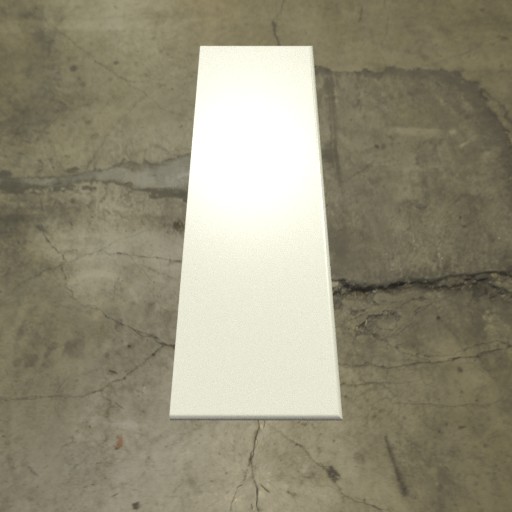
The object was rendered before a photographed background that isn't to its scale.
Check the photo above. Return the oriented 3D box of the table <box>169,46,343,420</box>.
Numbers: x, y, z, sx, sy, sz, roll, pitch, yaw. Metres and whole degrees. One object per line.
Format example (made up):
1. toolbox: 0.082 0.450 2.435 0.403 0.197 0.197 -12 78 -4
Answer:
1. table: 0.000 0.000 1.597 0.384 0.808 1.197 0 64 0
